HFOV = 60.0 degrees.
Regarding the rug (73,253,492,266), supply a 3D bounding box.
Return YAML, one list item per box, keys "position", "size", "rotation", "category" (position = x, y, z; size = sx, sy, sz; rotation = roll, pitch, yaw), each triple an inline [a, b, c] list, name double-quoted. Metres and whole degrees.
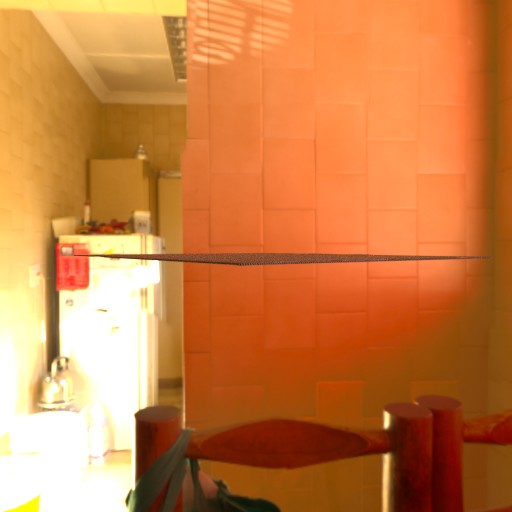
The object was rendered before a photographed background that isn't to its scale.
- position: [0.000, 0.000, 4.060]
  size: [2.456, 0.021, 3.068]
  rotation: [-1, 1, -36]
  category: "rug"
